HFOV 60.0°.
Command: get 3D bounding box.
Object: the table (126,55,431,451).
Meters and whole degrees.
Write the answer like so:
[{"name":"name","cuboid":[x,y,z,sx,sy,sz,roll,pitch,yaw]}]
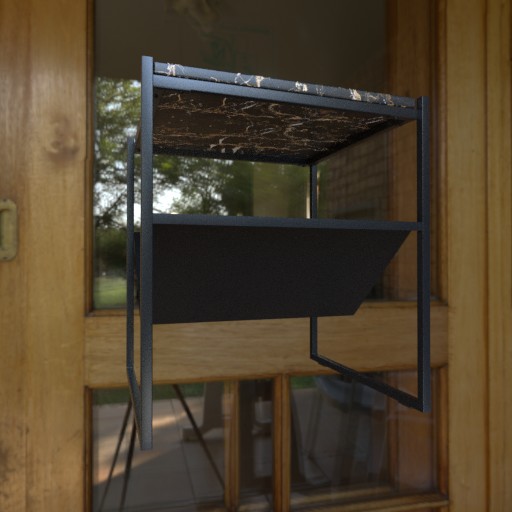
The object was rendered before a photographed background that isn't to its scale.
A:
[{"name":"table","cuboid":[0.000,0.000,0.869,0.469,0.534,0.432,0,-1,-19]}]
